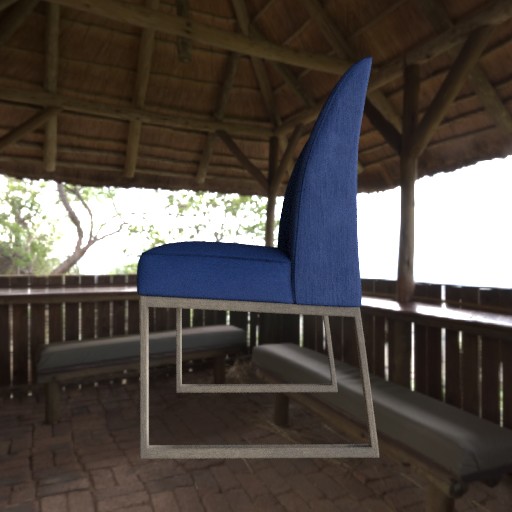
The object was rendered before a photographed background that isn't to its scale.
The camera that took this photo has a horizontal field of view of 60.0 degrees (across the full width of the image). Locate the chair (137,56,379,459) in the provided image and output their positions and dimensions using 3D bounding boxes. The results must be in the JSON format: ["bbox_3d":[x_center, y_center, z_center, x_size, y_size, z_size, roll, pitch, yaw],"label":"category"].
[{"bbox_3d":[0.000,0.000,1.181,0.522,0.863,0.508,0,0,-1],"label":"chair"}]
